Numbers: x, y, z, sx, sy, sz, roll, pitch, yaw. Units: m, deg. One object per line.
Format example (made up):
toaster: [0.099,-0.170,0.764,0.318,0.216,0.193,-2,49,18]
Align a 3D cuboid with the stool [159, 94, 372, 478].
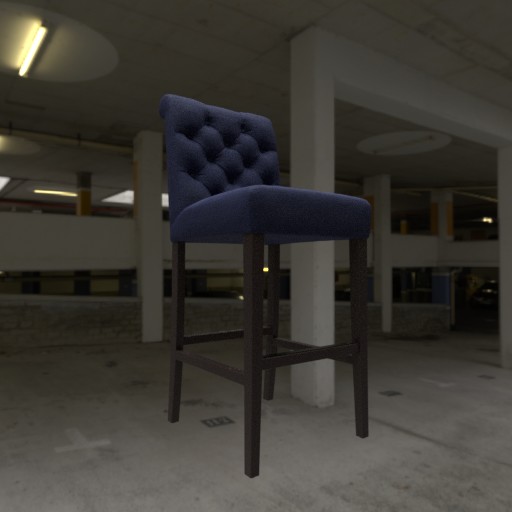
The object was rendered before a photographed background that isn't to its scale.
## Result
stool: [0.000,0.000,1.488,0.493,1.140,0.601,1,-1,-36]
